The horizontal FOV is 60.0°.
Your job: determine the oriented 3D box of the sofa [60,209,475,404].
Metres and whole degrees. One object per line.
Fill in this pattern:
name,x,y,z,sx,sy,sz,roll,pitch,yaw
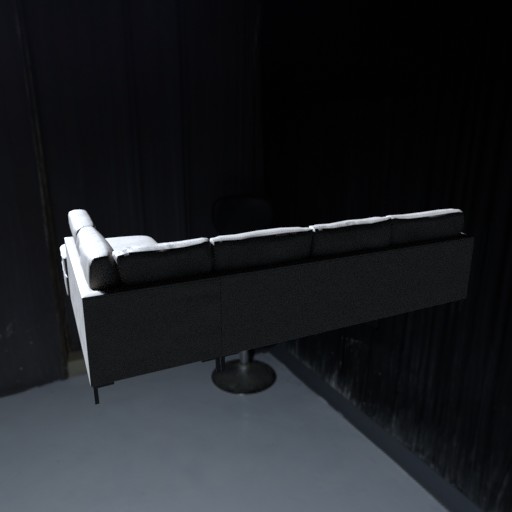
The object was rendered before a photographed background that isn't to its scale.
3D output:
sofa,0.000,0.000,4.207,3.331,0.964,2.077,-8,19,-25
